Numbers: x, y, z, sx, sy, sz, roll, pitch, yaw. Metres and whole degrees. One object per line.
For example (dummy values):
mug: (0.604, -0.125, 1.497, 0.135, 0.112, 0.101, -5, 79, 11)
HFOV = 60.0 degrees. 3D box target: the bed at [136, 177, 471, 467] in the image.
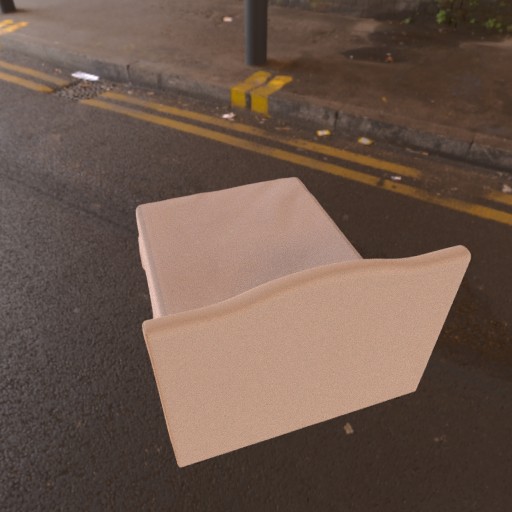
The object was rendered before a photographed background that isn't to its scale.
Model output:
bed: (0.000, 0.000, 3.333, 1.753, 1.460, 2.143, -12, 42, -14)
